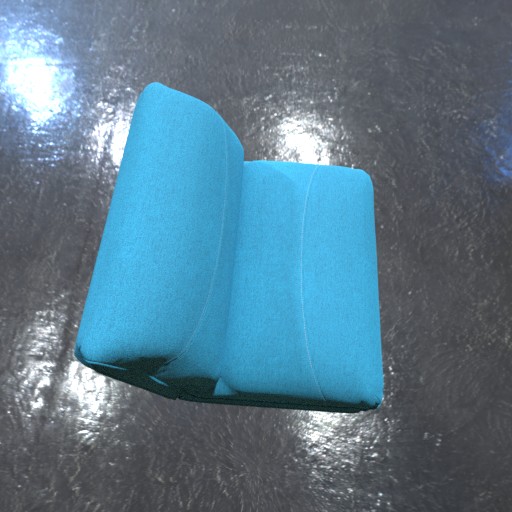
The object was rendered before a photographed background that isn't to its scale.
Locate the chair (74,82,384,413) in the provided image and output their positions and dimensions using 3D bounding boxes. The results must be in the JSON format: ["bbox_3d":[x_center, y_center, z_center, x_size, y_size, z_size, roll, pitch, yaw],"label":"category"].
[{"bbox_3d":[0.000,0.000,1.316,0.780,0.580,0.820,4,64,2],"label":"chair"}]
